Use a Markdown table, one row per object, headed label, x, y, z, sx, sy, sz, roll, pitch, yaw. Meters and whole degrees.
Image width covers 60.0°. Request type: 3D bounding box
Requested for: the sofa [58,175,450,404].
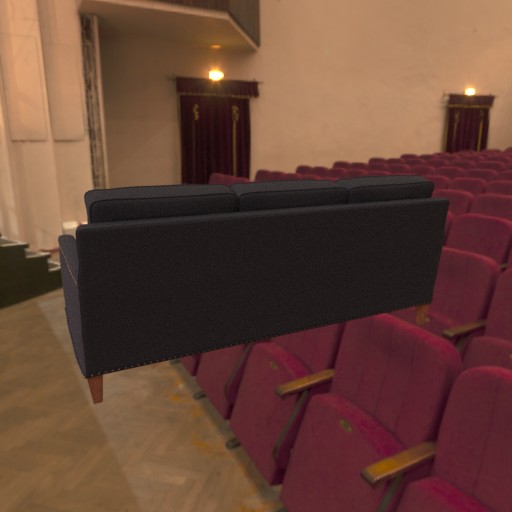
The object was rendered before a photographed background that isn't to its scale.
| label | x | y | z | sx | sy | sz | roll | pitch | yaw |
| --- | --- | --- | --- | --- | --- | --- | --- | --- | --- |
| sofa | 0.000 | 0.000 | 2.805 | 2.246 | 1.003 | 1.084 | -7 | 16 | -26 |
